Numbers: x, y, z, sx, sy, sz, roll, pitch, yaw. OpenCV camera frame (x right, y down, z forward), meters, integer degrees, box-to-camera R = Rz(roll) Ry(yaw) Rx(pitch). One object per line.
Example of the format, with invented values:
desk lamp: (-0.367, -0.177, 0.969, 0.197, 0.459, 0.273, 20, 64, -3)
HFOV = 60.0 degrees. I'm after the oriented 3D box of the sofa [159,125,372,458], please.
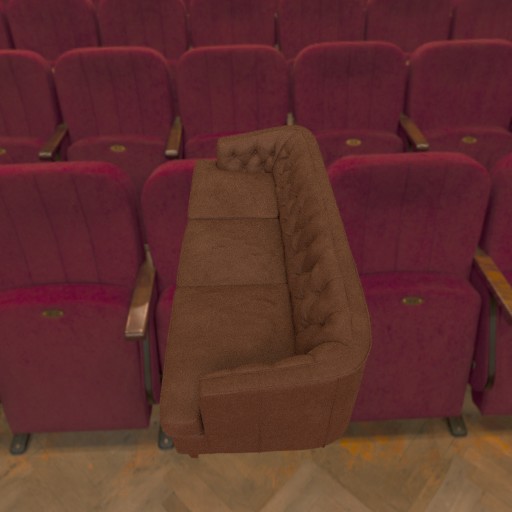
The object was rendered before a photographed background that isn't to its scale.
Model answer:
sofa: (0.000, 0.000, 2.705, 0.927, 0.787, 2.227, -1, 41, -2)
